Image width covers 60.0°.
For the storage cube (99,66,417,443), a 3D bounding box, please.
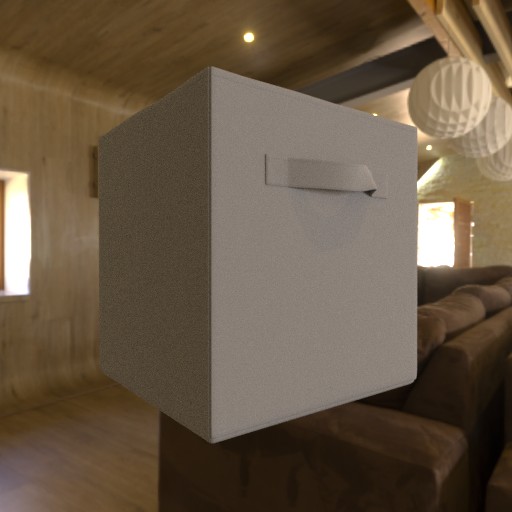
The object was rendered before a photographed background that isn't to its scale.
[{"bbox_3d":[0.000,0.000,0.497,0.270,0.280,0.270,0,0,-37],"label":"storage cube"}]
